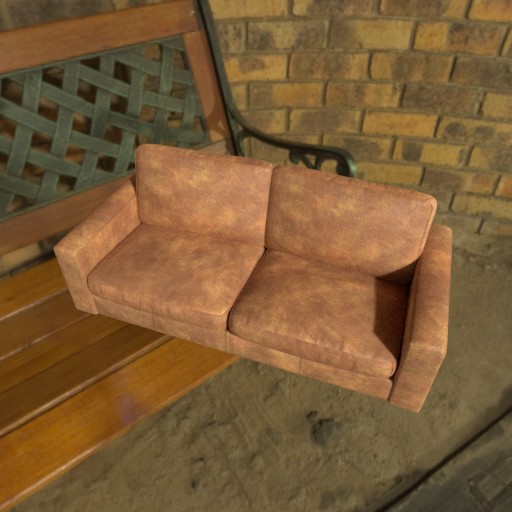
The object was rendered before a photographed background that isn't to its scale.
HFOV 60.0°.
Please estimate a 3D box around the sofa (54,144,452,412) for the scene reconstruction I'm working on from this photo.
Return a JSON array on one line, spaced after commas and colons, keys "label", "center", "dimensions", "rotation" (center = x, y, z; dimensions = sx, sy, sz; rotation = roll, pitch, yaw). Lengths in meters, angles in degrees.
[{"label": "sofa", "center": [0.000, 0.000, 2.689], "dimensions": [2.179, 0.873, 1.016], "rotation": [13, 43, 15]}]
